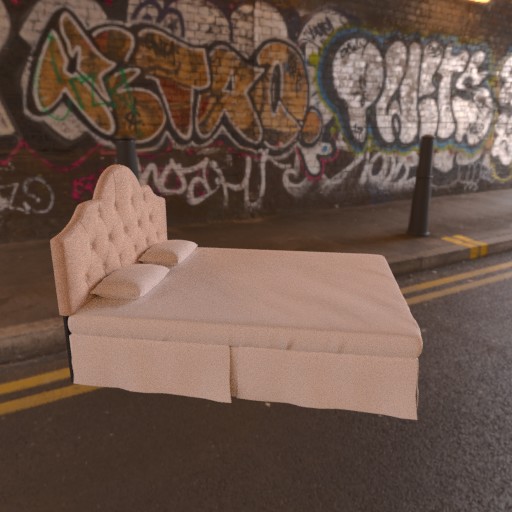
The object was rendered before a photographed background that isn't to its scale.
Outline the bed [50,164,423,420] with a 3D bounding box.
[{"bbox_3d":[0.000,0.000,3.001,1.970,1.194,1.667,2,16,8],"label":"bed"}]
